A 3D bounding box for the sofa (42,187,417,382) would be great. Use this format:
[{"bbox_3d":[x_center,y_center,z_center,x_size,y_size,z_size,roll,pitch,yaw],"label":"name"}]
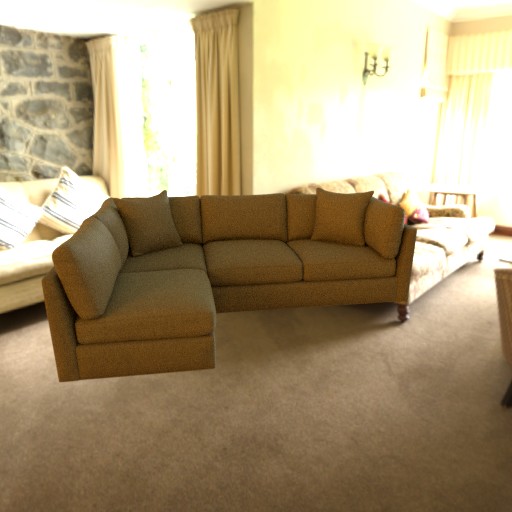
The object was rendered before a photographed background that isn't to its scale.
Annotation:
[{"bbox_3d":[0.000,0.000,3.807,2.896,0.978,1.994,-3,16,-9],"label":"sofa"}]
